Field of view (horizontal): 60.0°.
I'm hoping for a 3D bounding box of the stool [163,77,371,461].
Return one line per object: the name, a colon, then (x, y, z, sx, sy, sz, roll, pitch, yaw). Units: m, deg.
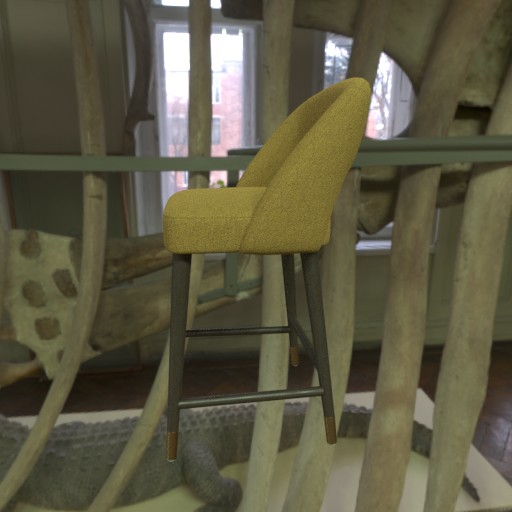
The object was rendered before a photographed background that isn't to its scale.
stool: (0.000, 0.000, 1.253, 0.522, 0.939, 0.536, -2, 15, -8)
